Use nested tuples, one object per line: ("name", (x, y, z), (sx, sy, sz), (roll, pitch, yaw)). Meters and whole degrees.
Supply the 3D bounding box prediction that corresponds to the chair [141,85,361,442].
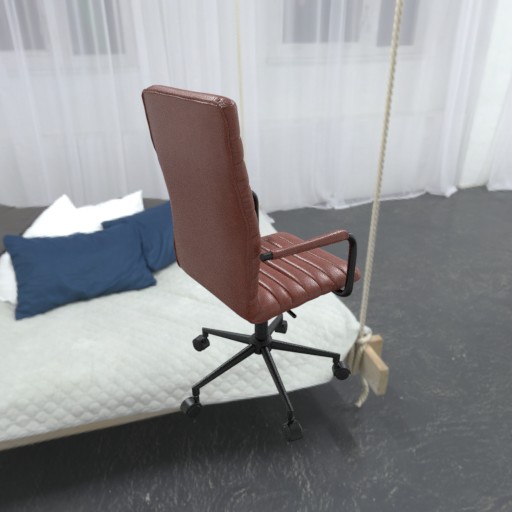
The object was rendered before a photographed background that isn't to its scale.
("chair", (0.000, 0.000, 1.354), (0.580, 0.979, 0.608), (-18, 31, -32))
